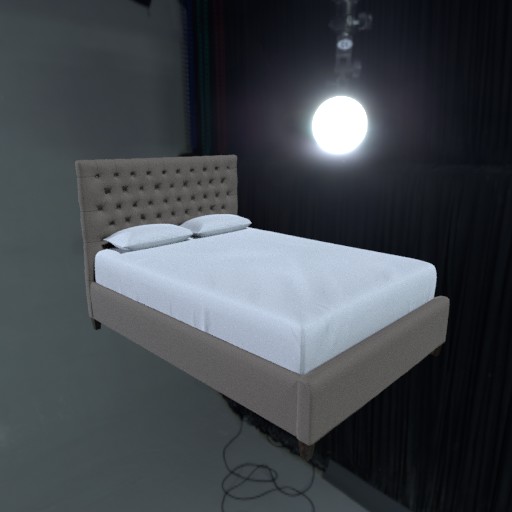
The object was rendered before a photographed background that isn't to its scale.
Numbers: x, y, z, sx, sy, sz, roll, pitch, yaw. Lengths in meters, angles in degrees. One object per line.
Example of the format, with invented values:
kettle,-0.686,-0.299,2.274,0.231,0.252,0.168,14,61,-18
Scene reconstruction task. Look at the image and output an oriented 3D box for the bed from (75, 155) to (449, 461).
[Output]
bed,0.000,0.000,3.419,2.387,1.427,1.698,14,20,43
